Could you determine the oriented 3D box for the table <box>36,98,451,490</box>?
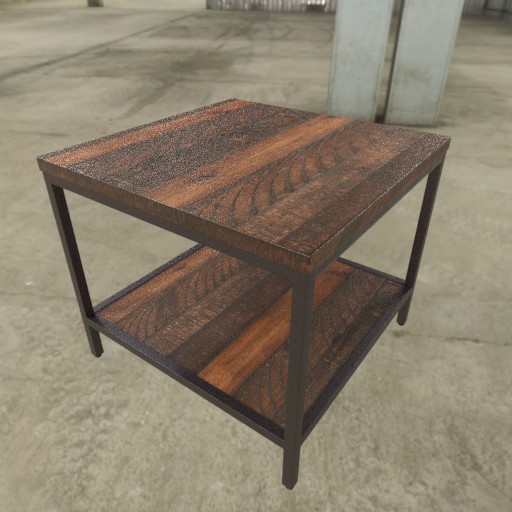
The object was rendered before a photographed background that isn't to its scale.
[{"bbox_3d":[0.000,0.000,0.951,0.553,0.482,0.548,21,38,30],"label":"table"}]
